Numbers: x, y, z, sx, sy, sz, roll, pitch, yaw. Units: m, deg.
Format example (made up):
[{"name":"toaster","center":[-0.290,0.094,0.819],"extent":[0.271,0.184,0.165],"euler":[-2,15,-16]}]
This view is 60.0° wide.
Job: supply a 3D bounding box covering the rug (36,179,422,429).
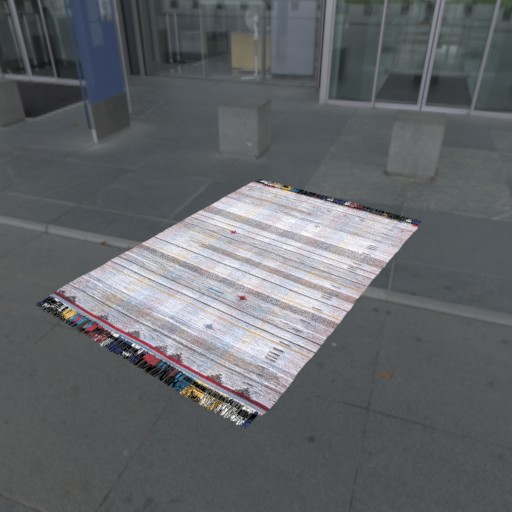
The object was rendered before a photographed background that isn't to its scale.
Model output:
[{"name":"rug","center":[0.000,0.000,2.360],"extent":[1.217,0.012,1.848],"euler":[20,37,29]}]
